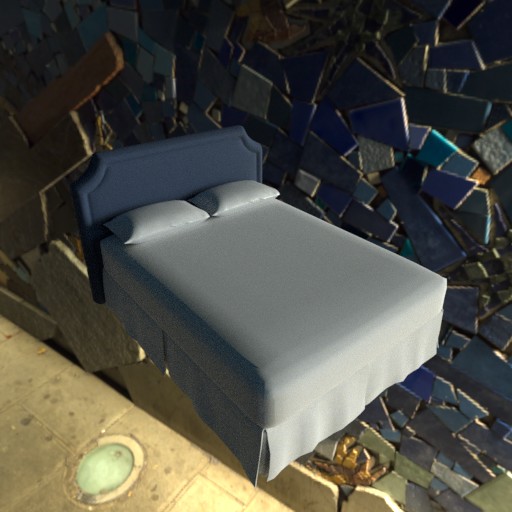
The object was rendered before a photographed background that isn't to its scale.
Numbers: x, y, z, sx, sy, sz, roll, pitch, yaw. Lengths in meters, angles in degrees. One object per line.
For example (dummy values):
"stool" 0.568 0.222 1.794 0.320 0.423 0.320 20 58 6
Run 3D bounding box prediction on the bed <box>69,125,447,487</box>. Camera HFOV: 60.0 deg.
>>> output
"bed" 0.000 0.000 3.272 1.831 1.297 2.260 -22 37 -33
